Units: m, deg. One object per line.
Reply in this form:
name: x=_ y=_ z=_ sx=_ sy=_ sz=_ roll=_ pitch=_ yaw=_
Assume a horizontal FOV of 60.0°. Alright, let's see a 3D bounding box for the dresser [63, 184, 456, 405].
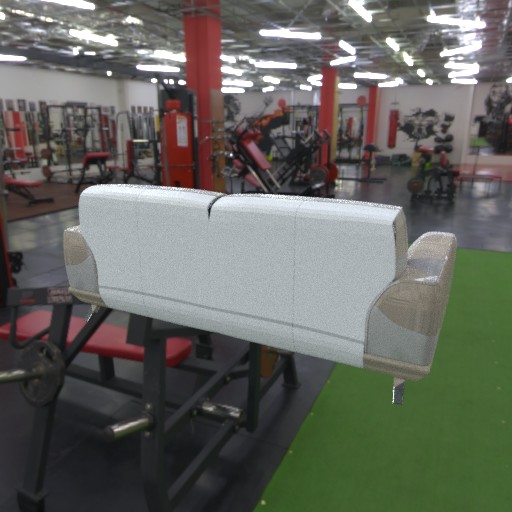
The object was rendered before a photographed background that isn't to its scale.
dresser: x=0.000 y=0.000 z=5.810 sx=4.679 sy=1.863 sz=2.251 roll=8 pitch=18 yaw=26
